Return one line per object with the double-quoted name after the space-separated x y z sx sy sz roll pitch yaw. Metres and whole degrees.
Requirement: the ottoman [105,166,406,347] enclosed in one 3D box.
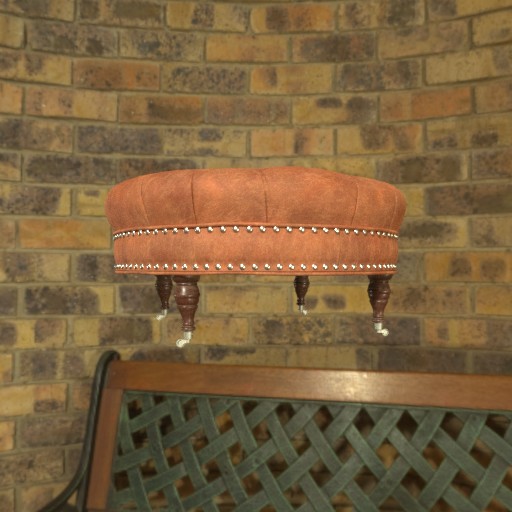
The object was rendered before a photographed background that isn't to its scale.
0.000 0.000 1.393 0.901 0.444 0.901 0 -1 0 "ottoman"
